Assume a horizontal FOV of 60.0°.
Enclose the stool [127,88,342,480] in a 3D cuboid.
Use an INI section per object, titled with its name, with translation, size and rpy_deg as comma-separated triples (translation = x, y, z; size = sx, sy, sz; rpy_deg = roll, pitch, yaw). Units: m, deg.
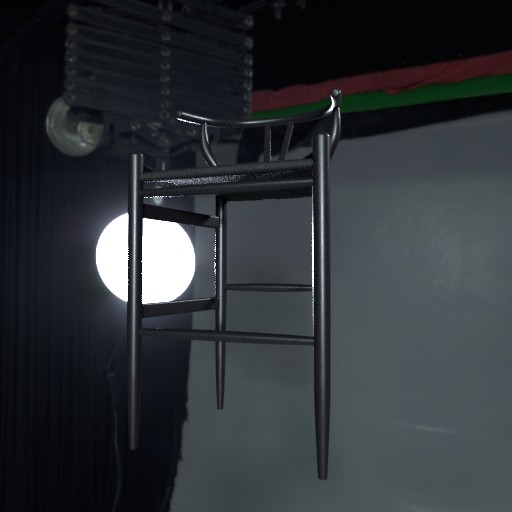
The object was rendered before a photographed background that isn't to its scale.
[stool]
translation = 0.000, 0.000, 1.404
size = 0.569, 1.072, 0.579
rpy_deg = -1, -2, 20
